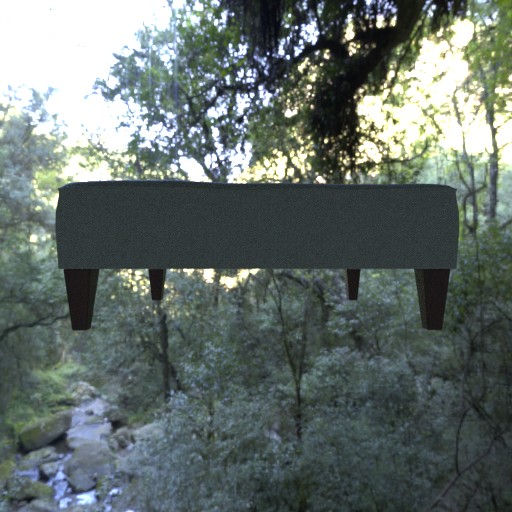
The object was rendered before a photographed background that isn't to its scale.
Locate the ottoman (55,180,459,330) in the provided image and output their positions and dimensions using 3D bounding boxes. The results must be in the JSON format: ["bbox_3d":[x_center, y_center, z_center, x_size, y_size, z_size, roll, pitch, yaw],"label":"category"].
[{"bbox_3d":[0.000,0.000,1.550,0.968,0.379,1.004,0,-1,-1],"label":"ottoman"}]
